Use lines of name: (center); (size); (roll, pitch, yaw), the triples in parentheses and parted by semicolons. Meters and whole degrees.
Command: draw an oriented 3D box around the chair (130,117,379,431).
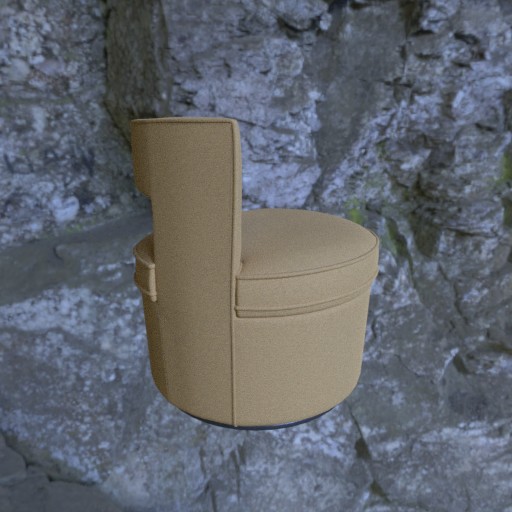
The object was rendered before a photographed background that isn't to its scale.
chair: (0.000, 0.000, 1.232); (0.665, 0.723, 0.650); (-3, 16, -9)
